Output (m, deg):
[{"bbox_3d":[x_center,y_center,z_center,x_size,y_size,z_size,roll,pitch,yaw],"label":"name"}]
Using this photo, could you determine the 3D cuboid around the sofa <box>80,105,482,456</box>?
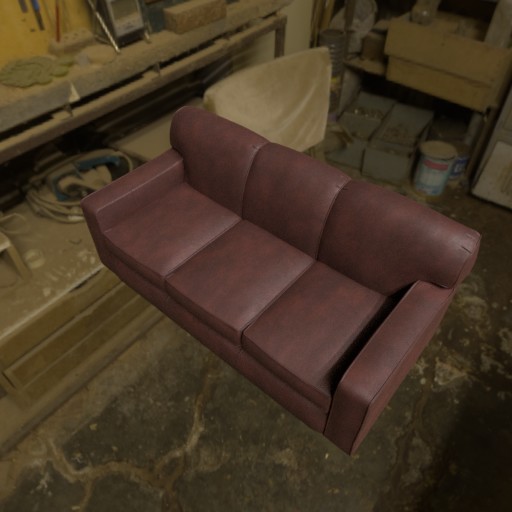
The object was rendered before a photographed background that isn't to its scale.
[{"bbox_3d":[0.000,0.000,2.575,2.039,0.953,1.008,31,53,27],"label":"sofa"}]
